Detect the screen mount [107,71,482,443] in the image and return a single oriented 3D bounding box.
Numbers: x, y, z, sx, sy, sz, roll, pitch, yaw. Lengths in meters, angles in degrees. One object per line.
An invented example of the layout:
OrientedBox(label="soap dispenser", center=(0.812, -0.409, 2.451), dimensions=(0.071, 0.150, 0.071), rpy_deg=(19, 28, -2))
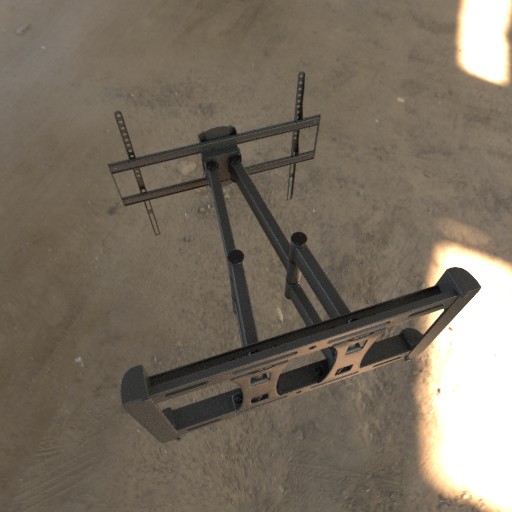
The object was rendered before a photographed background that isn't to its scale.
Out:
OrientedBox(label="screen mount", center=(0.000, 0.000, 0.935), dimensions=(0.571, 0.424, 0.556), rpy_deg=(-16, 60, -10))
